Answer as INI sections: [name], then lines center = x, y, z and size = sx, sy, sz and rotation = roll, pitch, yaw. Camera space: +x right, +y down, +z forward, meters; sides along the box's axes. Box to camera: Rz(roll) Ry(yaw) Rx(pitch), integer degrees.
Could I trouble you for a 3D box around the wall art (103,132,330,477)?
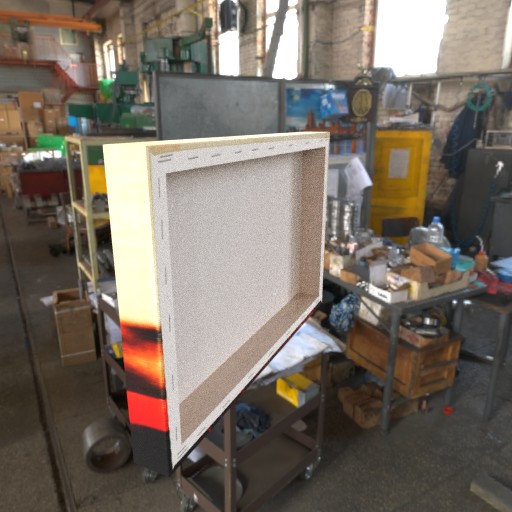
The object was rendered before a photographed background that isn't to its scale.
[wall art]
center = 0.000, 0.000, 0.480
size = 0.037, 0.251, 0.383
rotation = 8, 19, 25
